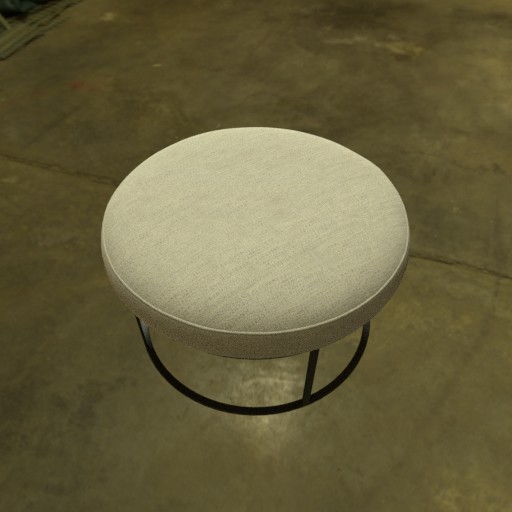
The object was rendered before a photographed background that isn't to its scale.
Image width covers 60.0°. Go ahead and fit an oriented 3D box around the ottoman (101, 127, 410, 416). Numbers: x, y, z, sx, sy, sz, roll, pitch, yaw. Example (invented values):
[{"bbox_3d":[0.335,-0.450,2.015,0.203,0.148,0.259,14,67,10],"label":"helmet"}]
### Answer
[{"bbox_3d":[0.000,0.000,1.228,0.769,0.459,0.769,0,46,0],"label":"ottoman"}]
